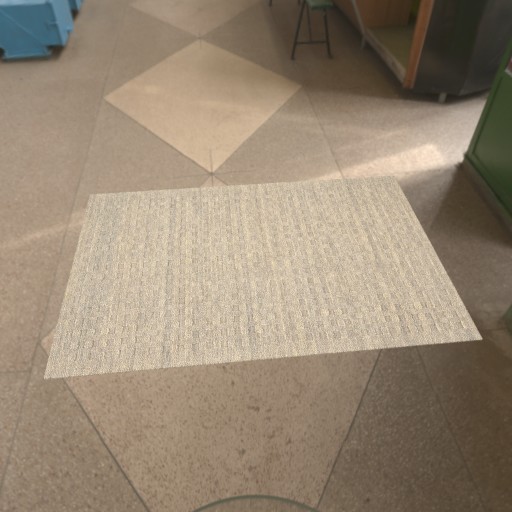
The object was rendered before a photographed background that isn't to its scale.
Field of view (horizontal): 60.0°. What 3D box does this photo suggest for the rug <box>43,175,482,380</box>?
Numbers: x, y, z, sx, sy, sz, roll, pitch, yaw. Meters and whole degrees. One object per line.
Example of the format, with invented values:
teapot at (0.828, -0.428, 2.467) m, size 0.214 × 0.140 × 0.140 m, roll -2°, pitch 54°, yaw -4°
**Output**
rug at (0.000, 0.000, 2.153) m, size 1.752 × 0.006 × 1.142 m, roll -4°, pitch 46°, yaw -4°
